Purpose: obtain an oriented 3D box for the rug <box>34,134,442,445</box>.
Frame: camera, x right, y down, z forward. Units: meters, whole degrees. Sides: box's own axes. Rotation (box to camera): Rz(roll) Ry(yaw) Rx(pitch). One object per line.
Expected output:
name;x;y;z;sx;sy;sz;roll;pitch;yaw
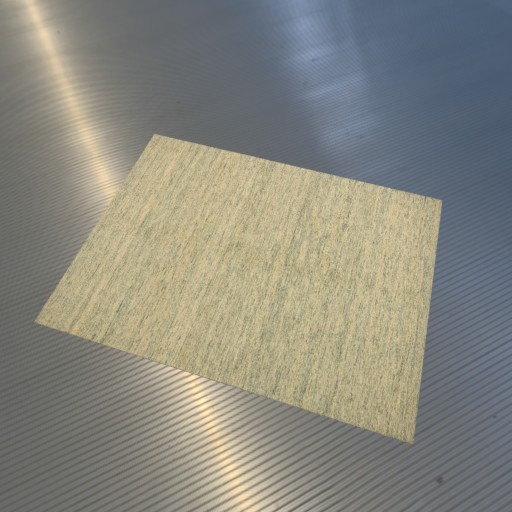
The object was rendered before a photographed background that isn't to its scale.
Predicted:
rug;0.000;0.000;4.143;3.201;0.014;2.437;15;58;9
